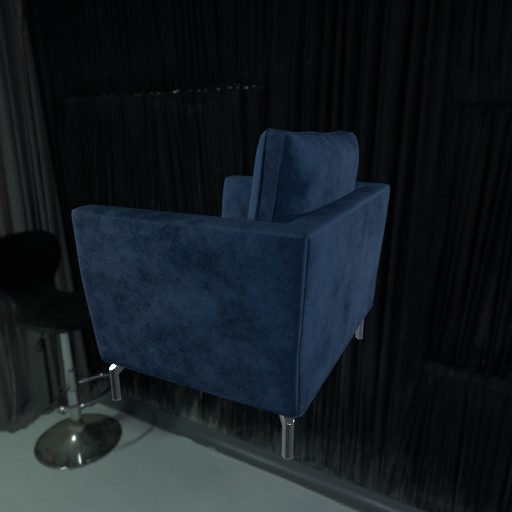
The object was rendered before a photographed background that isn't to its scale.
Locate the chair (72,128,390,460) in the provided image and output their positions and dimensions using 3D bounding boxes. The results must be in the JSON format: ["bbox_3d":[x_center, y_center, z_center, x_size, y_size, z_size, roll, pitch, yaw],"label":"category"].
[{"bbox_3d":[0.000,0.000,1.604,0.746,0.893,0.977,8,18,25],"label":"chair"}]
